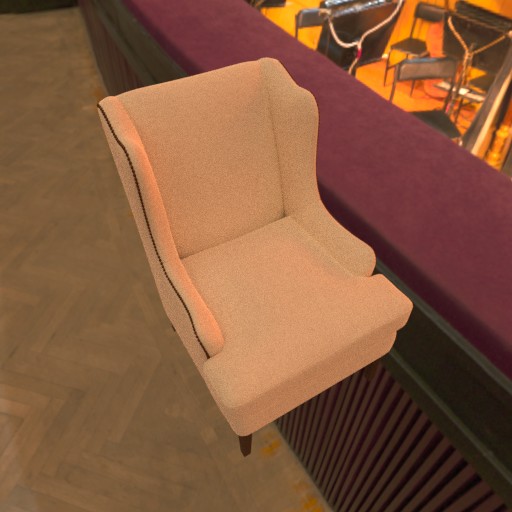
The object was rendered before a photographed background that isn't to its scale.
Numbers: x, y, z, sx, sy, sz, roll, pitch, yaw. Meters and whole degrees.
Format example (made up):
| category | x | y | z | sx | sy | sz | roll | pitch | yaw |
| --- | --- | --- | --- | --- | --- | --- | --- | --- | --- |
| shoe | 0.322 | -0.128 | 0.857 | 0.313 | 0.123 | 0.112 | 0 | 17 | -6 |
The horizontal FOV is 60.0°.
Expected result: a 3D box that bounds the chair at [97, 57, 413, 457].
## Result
| category | x | y | z | sx | sy | sz | roll | pitch | yaw |
| --- | --- | --- | --- | --- | --- | --- | --- | --- | --- |
| chair | 0.000 | 0.000 | 1.633 | 0.737 | 1.029 | 0.940 | -23 | 51 | -21 |
